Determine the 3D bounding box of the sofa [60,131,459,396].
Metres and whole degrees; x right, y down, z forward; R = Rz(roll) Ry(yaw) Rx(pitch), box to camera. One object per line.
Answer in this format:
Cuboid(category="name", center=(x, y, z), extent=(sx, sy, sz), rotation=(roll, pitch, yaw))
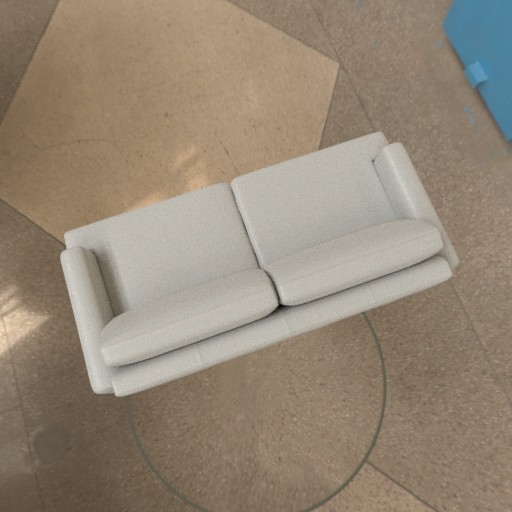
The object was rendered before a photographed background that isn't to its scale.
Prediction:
Cuboid(category="sofa", center=(0.000, 0.000, 2.400), extent=(1.940, 0.765, 0.974), rotation=(-19, 76, -5))
